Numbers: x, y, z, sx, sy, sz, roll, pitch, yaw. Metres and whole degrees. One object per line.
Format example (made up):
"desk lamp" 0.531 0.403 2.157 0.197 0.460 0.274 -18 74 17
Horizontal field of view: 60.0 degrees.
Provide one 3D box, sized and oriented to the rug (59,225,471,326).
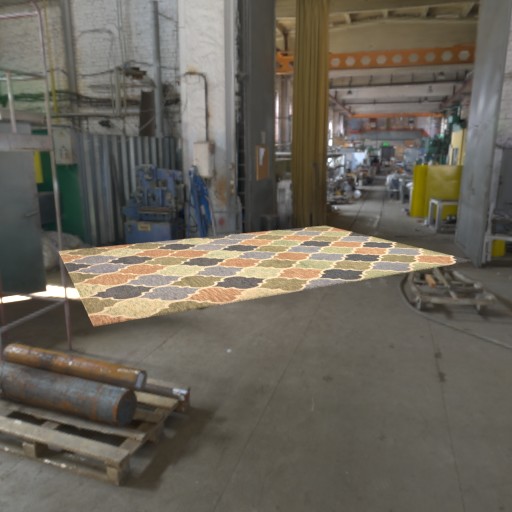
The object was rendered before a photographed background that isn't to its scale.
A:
"rug" 0.000 0.000 2.356 1.828 0.006 1.216 -7 15 -27
